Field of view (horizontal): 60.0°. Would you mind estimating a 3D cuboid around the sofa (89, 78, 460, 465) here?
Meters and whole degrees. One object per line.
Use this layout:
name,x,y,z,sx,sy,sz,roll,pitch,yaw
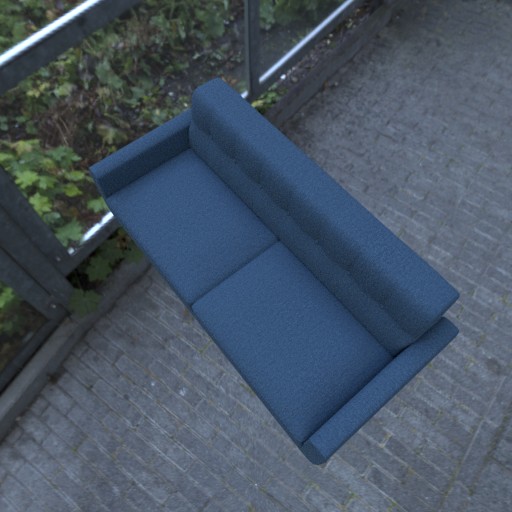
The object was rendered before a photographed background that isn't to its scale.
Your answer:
sofa,0.000,0.000,2.538,0.942,0.884,2.055,-36,68,-17
